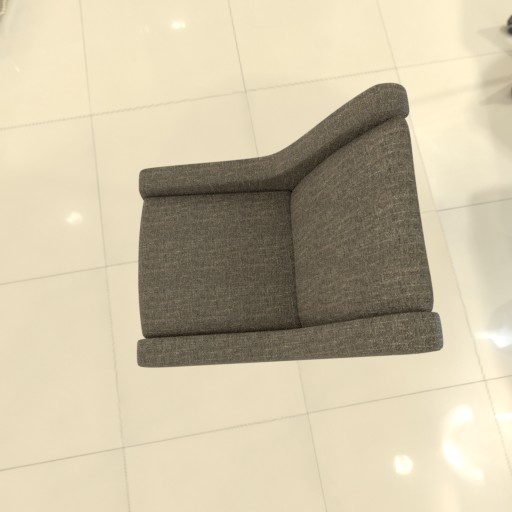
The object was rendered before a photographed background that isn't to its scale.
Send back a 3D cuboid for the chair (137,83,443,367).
[{"bbox_3d":[0.000,0.000,1.698,0.944,1.012,0.793,-3,77,-1],"label":"chair"}]
